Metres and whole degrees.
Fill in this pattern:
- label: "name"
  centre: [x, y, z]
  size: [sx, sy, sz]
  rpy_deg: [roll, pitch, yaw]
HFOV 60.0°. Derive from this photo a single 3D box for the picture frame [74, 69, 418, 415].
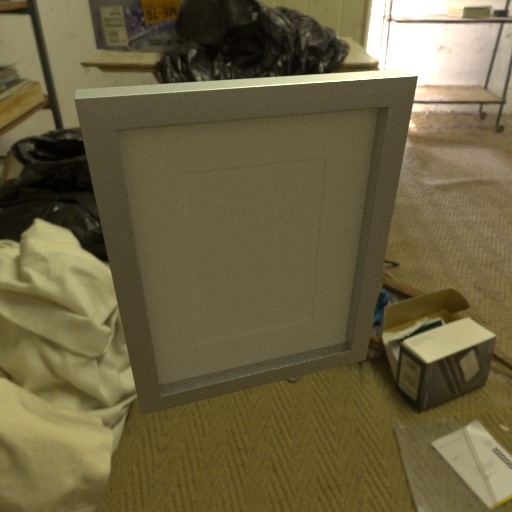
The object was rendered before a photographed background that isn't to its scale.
- label: "picture frame"
  centre: [0.000, 0.000, 0.376]
  size: [0.233, 0.282, 0.036]
  rpy_deg: [-10, 34, -15]
